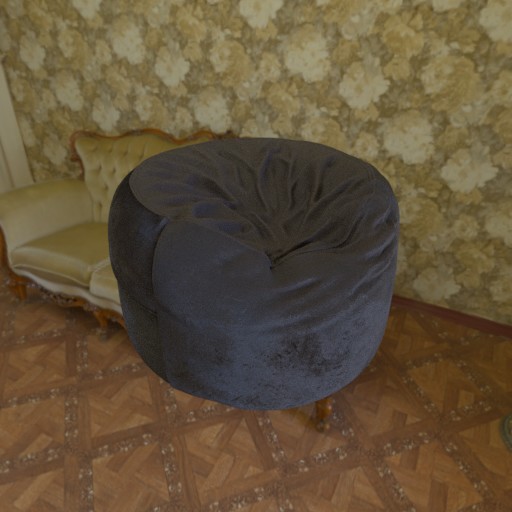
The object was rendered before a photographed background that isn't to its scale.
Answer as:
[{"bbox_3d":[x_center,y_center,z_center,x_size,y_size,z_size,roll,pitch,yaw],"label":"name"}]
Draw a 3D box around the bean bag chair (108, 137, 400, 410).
[{"bbox_3d":[0.000,0.000,1.489,0.918,0.605,0.918,0,32,0],"label":"bean bag chair"}]
